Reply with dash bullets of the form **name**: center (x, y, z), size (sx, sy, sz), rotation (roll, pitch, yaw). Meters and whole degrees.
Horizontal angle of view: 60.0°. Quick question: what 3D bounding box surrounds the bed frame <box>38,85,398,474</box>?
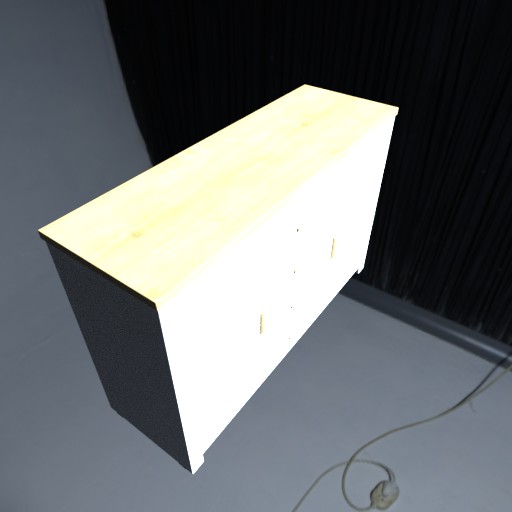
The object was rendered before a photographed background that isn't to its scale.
- **bed frame**: center (0.000, 0.000, 1.708), size (0.430, 0.850, 1.300), rotation (26, 47, 27)
